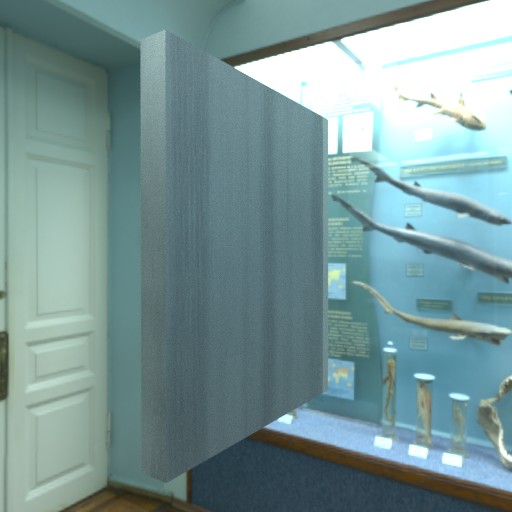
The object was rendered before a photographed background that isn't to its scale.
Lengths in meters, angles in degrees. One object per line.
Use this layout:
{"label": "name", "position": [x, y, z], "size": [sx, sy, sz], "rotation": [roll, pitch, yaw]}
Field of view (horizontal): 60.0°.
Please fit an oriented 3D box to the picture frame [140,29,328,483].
{"label": "picture frame", "position": [0.000, 0.000, 0.739], "size": [0.046, 0.555, 0.449], "rotation": [0, 1, 35]}
